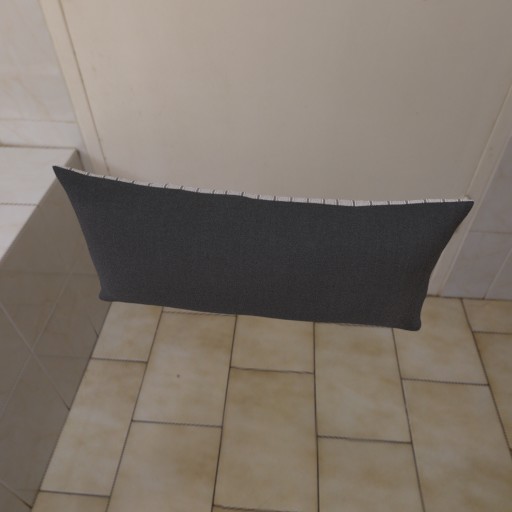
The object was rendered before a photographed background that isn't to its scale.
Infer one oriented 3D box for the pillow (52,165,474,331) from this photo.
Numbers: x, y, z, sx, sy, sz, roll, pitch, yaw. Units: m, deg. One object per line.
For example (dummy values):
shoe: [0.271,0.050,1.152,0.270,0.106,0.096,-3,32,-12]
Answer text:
pillow: [0.000,0.000,0.736,0.609,0.305,0.151,5,45,5]
